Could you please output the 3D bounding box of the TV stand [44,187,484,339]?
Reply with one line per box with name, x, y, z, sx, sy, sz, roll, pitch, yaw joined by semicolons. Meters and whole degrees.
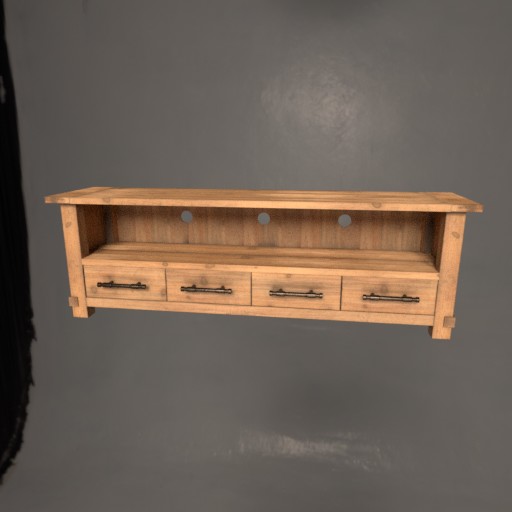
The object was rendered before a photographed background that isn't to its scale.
TV stand;0.000;0.000;2.072;1.804;0.573;0.453;2;15;8
